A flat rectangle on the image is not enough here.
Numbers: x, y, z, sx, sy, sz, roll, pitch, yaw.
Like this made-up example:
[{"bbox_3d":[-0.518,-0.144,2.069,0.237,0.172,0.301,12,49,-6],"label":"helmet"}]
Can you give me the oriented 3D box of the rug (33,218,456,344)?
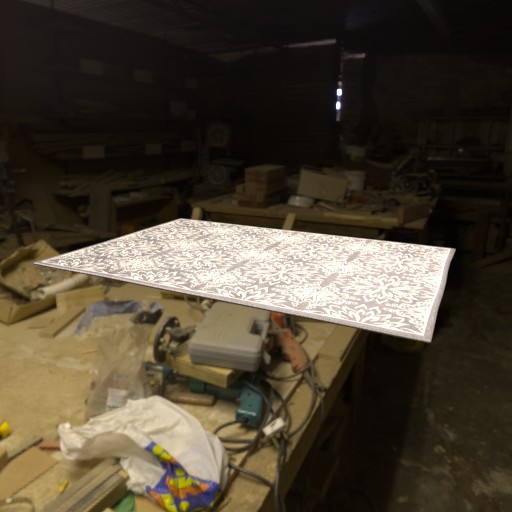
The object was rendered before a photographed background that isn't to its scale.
[{"bbox_3d":[0.000,0.000,2.313,1.847,0.012,1.224,8,18,26],"label":"rug"}]
